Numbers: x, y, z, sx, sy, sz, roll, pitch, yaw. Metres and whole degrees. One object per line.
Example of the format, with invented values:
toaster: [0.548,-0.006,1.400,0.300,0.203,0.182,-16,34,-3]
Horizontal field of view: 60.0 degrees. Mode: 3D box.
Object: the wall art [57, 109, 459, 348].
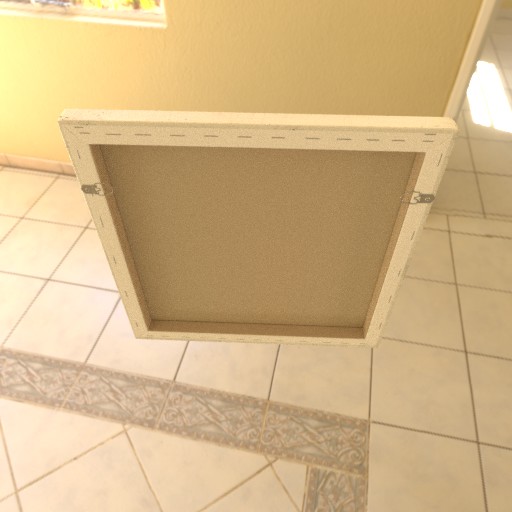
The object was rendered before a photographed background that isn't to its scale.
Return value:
wall art: [0.000,0.000,0.900,0.610,0.611,0.040,2,47,2]
